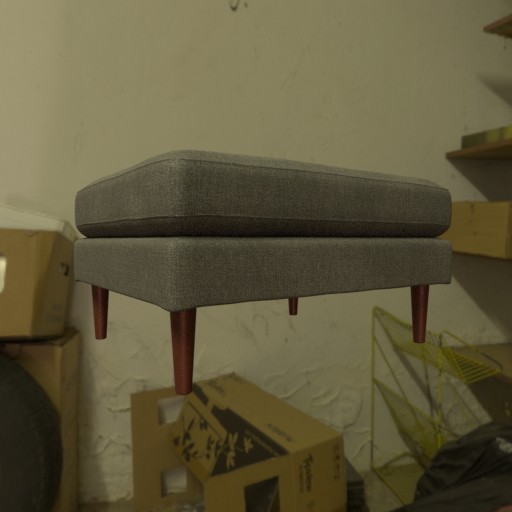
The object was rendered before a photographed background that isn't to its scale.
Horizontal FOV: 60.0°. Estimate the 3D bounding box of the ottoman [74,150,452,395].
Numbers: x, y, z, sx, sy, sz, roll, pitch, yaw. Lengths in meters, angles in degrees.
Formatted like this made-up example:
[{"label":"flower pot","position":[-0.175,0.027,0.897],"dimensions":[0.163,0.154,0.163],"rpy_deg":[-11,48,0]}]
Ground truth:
[{"label":"ottoman","position":[0.000,0.000,1.231],"dimensions":[0.821,0.474,0.693],"rpy_deg":[-1,3,-35]}]
